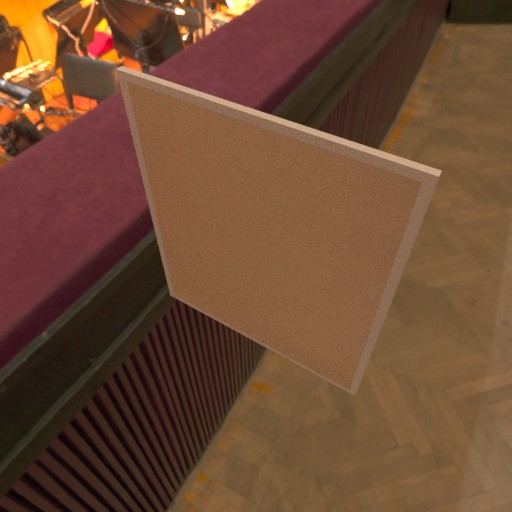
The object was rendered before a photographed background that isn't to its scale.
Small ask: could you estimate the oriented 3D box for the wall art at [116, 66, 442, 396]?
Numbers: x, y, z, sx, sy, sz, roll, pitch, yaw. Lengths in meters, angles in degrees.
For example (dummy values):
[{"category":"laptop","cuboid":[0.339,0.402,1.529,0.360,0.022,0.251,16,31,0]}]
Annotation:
[{"category":"wall art","cuboid":[0.000,0.000,0.782,0.482,0.557,0.012,25,53,21]}]
